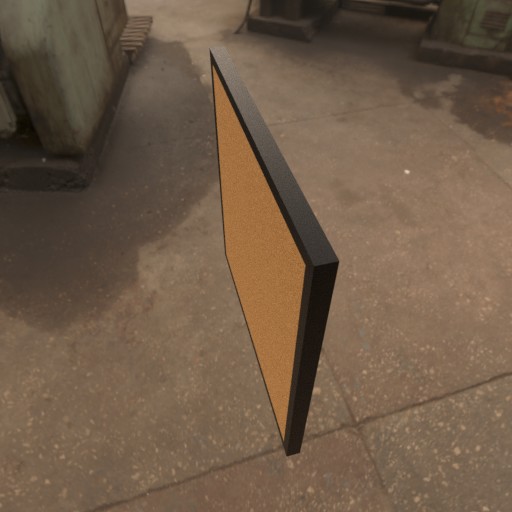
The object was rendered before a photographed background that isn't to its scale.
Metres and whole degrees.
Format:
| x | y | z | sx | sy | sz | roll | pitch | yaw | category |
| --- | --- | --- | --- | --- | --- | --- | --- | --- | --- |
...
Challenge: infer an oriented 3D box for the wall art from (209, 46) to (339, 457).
| x | y | z | sx | sy | sz | roll | pitch | yaw | category |
| --- | --- | --- | --- | --- | --- | --- | --- | --- | --- |
| 0.000 | 0.000 | 1.149 | 0.038 | 0.762 | 0.762 | -11 | 48 | -10 | wall art |
